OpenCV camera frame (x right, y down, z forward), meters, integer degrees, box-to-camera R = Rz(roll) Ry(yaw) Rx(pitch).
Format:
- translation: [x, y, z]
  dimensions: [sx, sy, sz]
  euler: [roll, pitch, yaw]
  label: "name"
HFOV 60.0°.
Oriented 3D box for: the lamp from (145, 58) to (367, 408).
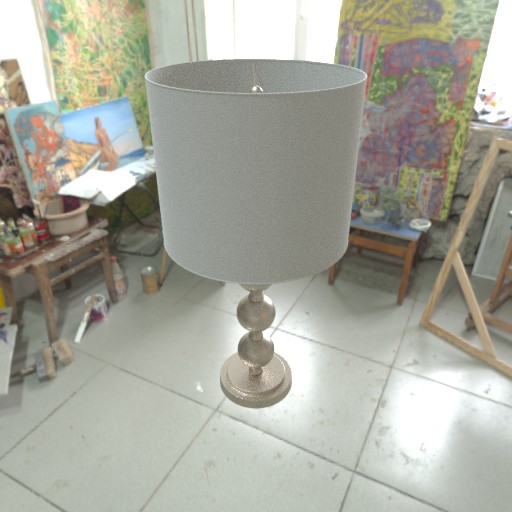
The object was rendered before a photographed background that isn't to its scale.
- translation: [0.000, 0.000, 0.695]
  dimensions: [0.277, 0.538, 0.277]
  euler: [-1, 31, -2]
  label: "lamp"
